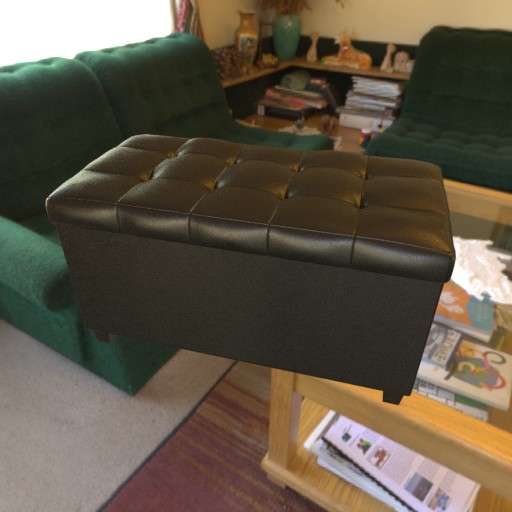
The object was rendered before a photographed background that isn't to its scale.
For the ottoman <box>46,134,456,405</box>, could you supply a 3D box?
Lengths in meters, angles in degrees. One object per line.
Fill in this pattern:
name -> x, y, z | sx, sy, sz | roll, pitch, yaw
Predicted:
ottoman -> 0.000, 0.000, 1.129 | 0.838, 0.470, 0.432 | 9, 35, 13
